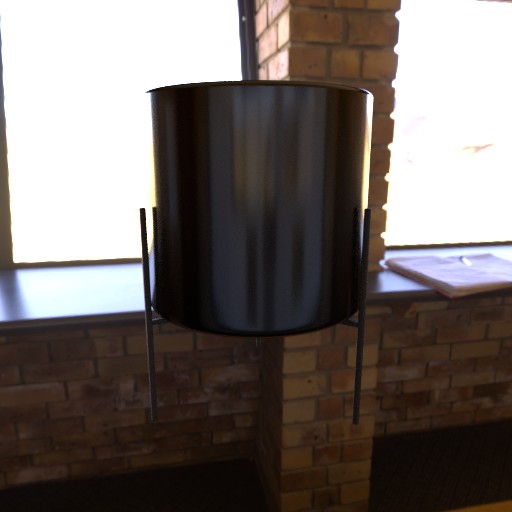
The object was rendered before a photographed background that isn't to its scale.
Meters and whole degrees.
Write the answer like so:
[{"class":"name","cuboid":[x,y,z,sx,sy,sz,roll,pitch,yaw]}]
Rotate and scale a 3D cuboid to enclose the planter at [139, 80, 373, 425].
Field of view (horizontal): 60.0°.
[{"class":"planter","cuboid":[0.000,0.000,0.632,0.310,0.432,0.310,-12,18,-42]}]
